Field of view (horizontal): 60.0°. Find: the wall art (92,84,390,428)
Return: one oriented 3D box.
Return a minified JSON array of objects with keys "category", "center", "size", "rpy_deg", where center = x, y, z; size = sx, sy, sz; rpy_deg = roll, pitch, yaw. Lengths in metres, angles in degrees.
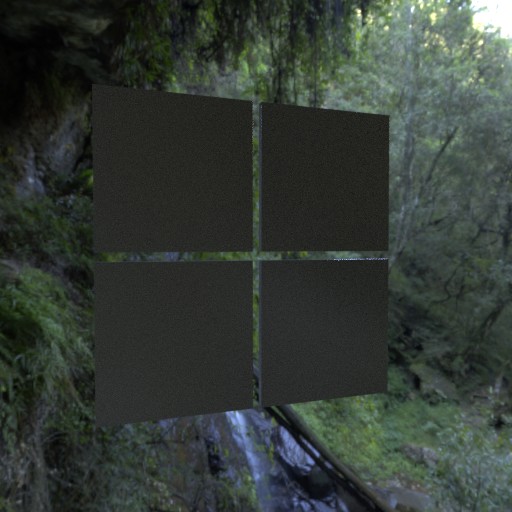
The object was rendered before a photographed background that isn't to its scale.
[{"category":"wall art","center":[0.000,0.000,1.628],"size":[1.118,1.118,0.029],"rpy_deg":[0,2,-18]}]
